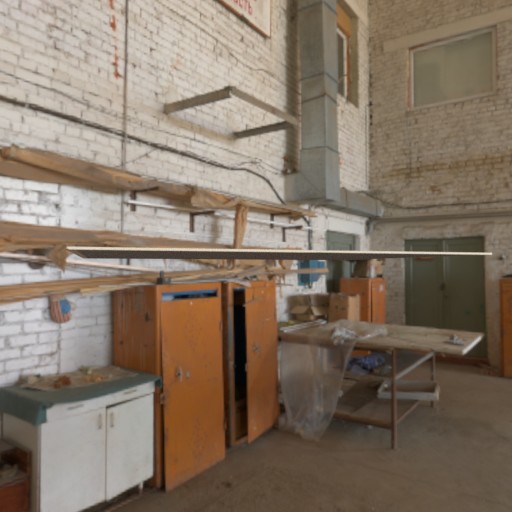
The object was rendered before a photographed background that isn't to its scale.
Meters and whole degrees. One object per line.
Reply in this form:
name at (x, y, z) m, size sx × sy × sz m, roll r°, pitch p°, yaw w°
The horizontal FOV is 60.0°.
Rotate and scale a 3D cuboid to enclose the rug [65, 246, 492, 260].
rug at (0.000, 0.000, 4.056) m, size 3.051 × 0.020 × 2.407 m, roll 1°, pitch -2°, yaw -19°
